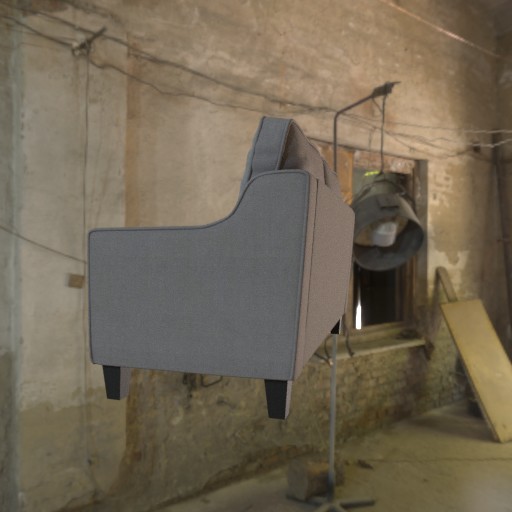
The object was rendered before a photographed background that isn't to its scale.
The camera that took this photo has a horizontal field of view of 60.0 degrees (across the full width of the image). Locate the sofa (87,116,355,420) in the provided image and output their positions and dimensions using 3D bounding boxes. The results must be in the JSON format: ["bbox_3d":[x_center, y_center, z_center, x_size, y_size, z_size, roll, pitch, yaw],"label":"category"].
[{"bbox_3d":[0.000,0.000,2.079,0.791,0.948,1.500,0,1,17],"label":"sofa"}]
